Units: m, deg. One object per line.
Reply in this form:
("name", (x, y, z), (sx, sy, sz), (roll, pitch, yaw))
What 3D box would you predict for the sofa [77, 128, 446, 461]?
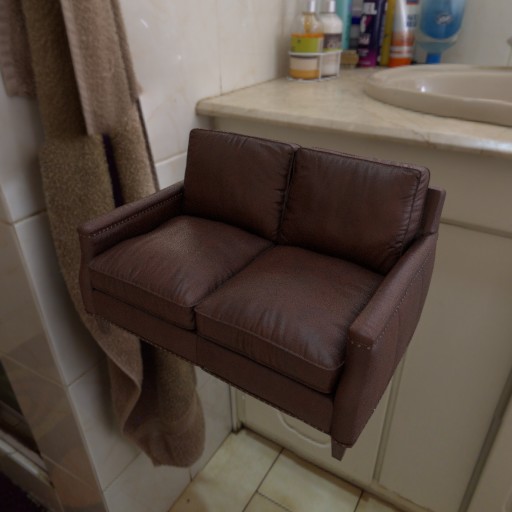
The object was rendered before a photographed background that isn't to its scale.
("sofa", (0.000, 0.000, 2.280), (1.628, 1.003, 1.083), (18, 35, 28))
